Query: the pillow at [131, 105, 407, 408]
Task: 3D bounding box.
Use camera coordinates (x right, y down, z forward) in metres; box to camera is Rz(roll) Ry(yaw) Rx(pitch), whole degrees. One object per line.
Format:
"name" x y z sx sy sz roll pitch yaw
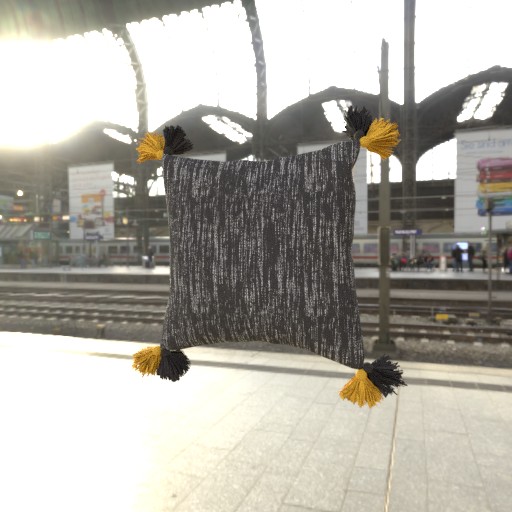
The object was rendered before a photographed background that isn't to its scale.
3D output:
"pillow" 0.000 0.000 1.005 0.654 0.659 0.139 0 0 17
